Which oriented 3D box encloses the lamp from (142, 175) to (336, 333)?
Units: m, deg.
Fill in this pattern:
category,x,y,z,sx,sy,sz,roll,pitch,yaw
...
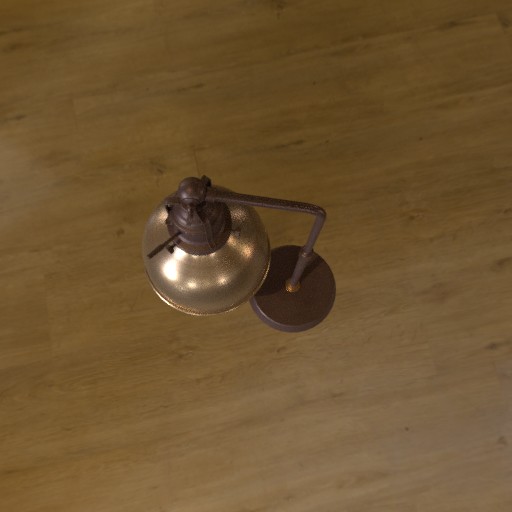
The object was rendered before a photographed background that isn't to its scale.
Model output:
category,x,y,z,sx,sy,sz,roll,pitch,yaw
lamp,0.000,0.000,0.599,0.298,0.469,0.175,4,75,1
